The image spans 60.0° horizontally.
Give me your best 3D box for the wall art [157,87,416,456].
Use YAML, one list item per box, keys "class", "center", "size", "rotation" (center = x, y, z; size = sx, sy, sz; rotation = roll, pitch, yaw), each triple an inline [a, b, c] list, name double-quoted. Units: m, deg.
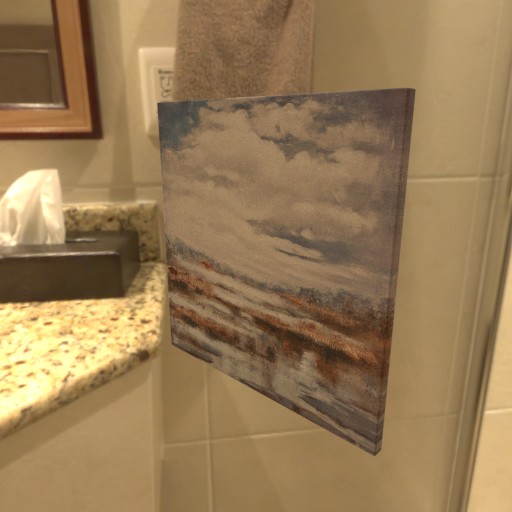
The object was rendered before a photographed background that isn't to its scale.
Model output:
- class: "wall art"
  center: [0.000, 0.000, 1.328]
  size: [0.888, 0.897, 0.035]
  rotation: [15, 22, 42]
